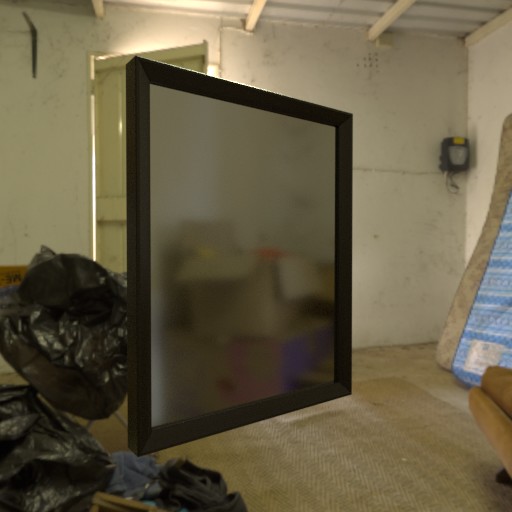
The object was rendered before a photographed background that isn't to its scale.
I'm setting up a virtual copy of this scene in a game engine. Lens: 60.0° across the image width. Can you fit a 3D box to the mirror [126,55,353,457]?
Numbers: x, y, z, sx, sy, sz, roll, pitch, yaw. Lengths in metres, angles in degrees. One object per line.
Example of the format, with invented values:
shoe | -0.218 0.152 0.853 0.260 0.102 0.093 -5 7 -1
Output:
mirror | 0.000 0.000 0.697 0.406 0.509 0.041 -1 1 -37
